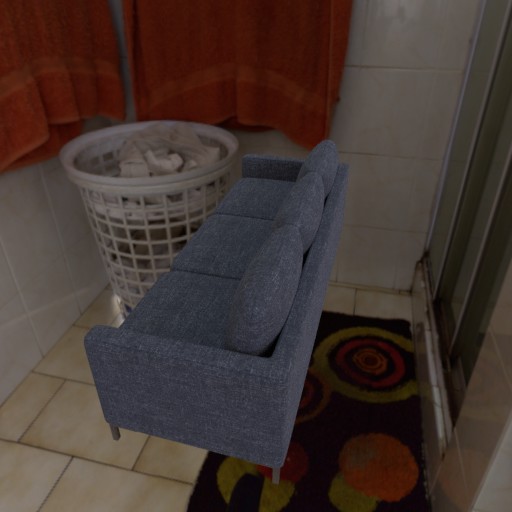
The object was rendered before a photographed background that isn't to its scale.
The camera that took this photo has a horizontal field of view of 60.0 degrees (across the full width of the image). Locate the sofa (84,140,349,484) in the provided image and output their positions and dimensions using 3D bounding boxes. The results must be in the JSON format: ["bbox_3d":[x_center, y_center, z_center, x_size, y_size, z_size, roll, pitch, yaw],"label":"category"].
[{"bbox_3d":[0.000,0.000,2.668,0.859,0.874,2.218,9,33,13],"label":"sofa"}]
